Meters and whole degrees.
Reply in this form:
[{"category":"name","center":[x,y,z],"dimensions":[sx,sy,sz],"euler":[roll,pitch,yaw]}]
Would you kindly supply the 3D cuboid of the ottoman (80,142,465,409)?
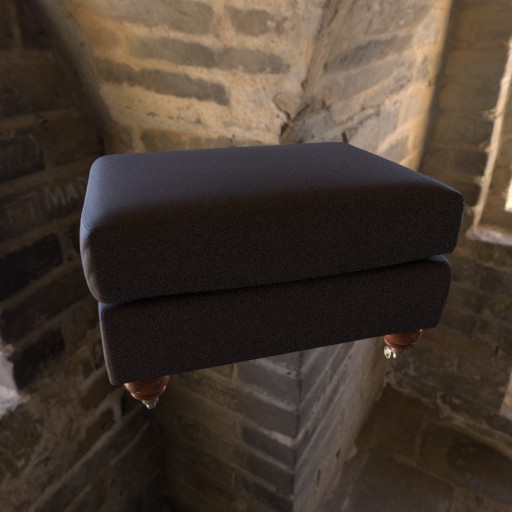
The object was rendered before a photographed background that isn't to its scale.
[{"category":"ottoman","center":[0.000,0.000,1.126],"dimensions":[0.773,0.497,0.574],"euler":[-7,26,-15]}]
